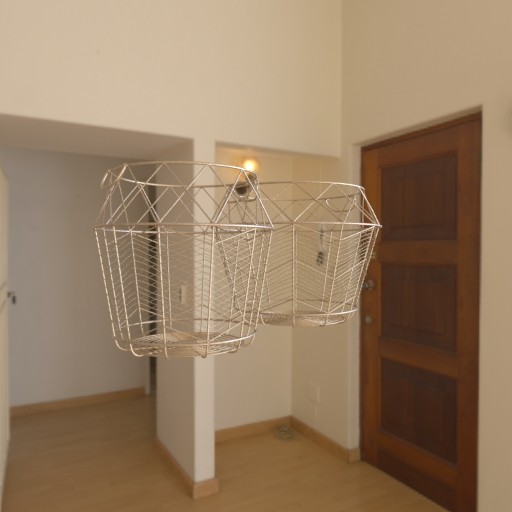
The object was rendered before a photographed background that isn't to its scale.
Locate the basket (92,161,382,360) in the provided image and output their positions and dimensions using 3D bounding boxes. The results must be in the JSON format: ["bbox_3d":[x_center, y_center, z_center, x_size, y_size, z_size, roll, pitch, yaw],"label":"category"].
[{"bbox_3d":[0.000,0.000,1.047,0.451,0.343,0.805,1,1,36],"label":"basket"}]
